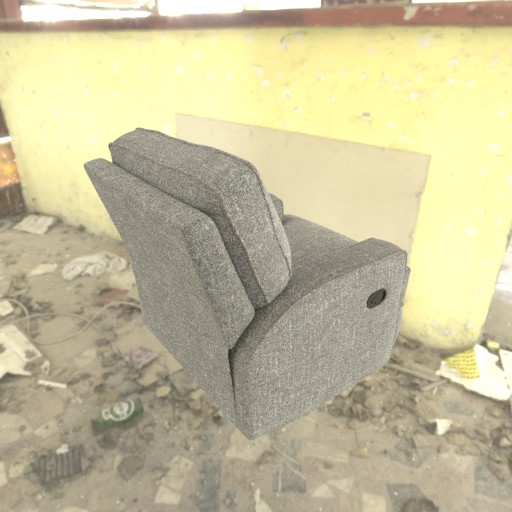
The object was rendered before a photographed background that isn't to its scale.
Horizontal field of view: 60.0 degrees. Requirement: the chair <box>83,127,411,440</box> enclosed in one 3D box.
[{"bbox_3d":[0.000,0.000,1.698,0.964,0.962,0.861,-18,32,-32],"label":"chair"}]
